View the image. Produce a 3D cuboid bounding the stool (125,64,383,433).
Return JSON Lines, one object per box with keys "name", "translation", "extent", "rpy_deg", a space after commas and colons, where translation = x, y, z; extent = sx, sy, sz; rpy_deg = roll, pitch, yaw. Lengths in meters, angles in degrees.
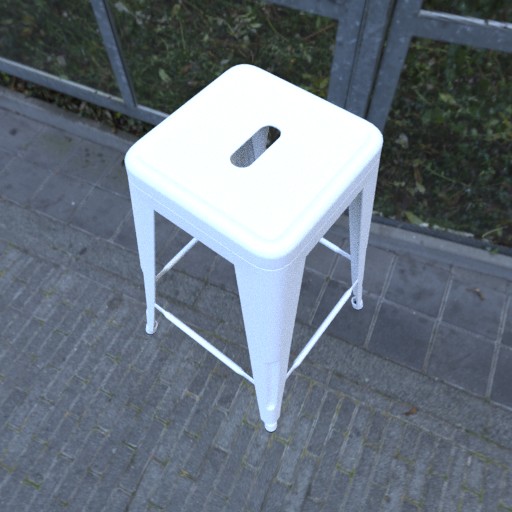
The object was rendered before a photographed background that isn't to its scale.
{"name": "stool", "translation": [0.000, 0.000, 0.879], "extent": [0.406, 0.610, 0.406], "rpy_deg": [34, 64, 19]}
